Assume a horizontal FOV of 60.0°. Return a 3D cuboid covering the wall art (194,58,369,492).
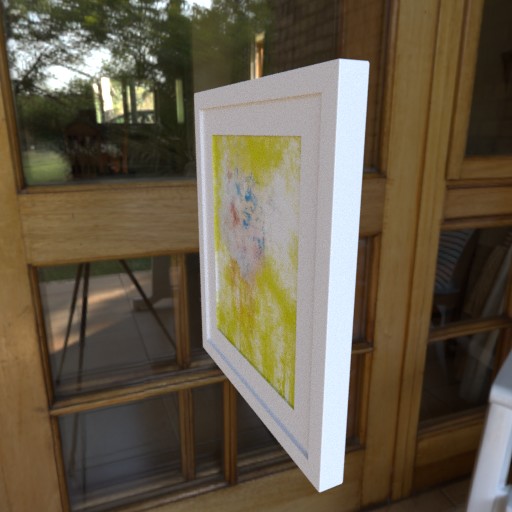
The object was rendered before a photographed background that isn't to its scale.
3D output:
[{"bbox_3d":[0.000,0.000,0.518,0.028,0.381,0.331,-7,17,-25],"label":"wall art"}]
